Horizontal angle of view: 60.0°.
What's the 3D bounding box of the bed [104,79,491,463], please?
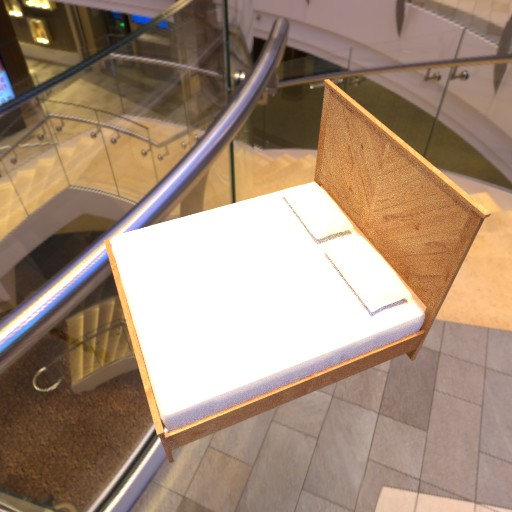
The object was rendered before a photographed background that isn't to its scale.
[{"bbox_3d":[0.000,0.000,4.081,2.530,1.938,2.225,-17,49,-16],"label":"bed"}]
